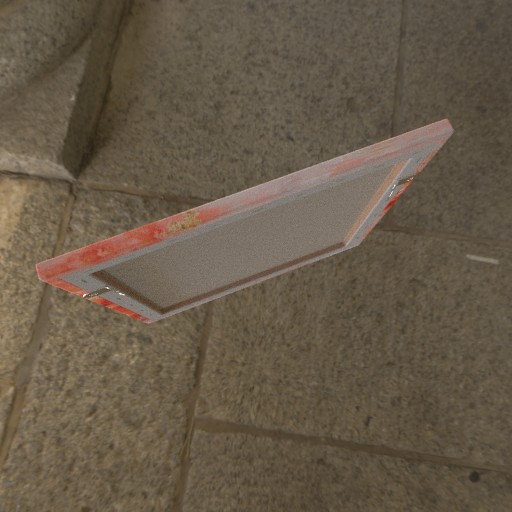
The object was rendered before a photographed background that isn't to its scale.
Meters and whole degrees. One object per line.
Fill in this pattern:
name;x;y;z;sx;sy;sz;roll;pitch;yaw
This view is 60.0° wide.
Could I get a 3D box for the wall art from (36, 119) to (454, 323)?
wall art;0.000;0.000;1.300;0.878;0.878;0.066;-20;77;-5
